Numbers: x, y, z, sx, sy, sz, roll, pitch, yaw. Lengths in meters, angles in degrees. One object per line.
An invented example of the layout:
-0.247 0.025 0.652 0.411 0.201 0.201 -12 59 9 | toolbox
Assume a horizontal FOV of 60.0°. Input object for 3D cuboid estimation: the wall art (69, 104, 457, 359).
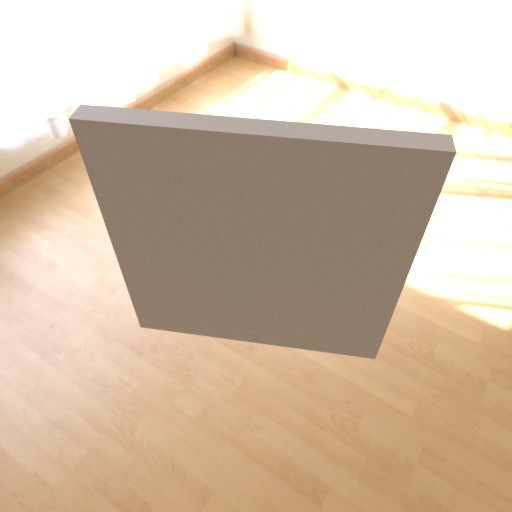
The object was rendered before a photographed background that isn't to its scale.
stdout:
0.000 0.000 0.541 0.355 0.355 0.027 7 48 6 | wall art
